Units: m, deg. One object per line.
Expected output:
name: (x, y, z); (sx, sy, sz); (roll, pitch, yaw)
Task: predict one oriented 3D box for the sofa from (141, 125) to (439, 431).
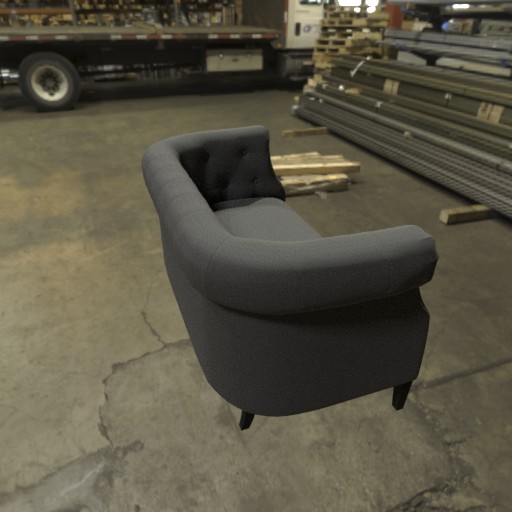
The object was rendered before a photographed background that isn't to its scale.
sofa: (0.000, 0.000, 2.024); (0.835, 0.827, 1.558); (-10, 32, -17)
